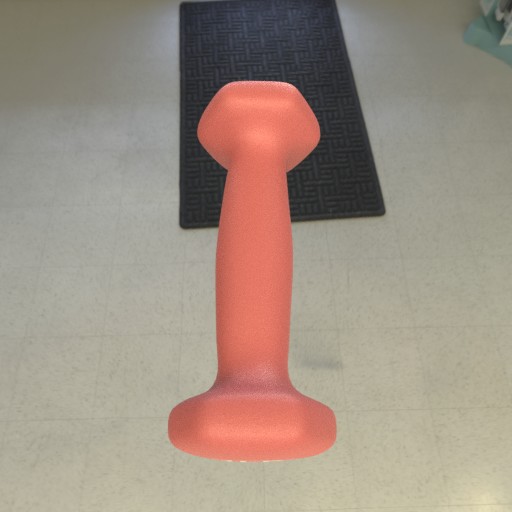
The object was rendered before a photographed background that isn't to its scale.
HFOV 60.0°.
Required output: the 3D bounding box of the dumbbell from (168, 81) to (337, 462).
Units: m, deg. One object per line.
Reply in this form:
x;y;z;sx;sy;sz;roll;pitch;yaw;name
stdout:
0.000;0.000;0.146;0.047;0.043;0.123;1;64;1;dumbbell
